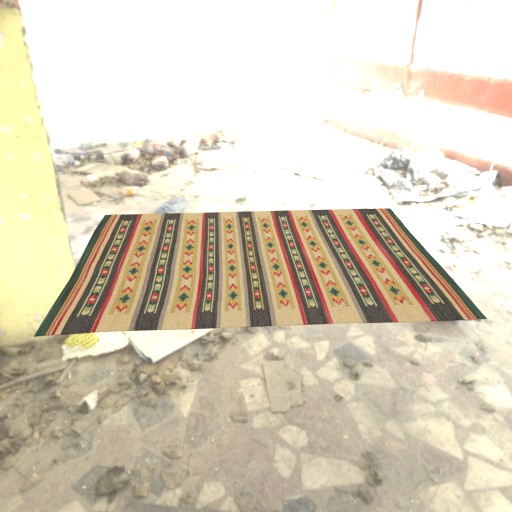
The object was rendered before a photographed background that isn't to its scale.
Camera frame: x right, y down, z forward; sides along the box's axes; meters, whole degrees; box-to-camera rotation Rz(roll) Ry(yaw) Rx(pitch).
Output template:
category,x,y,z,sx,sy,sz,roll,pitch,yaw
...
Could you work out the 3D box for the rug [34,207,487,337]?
category,x,y,z,sx,sy,sz,roll,pitch,yaw
rug,0.000,0.000,2.906,2.311,0.010,1.522,-2,28,-3
